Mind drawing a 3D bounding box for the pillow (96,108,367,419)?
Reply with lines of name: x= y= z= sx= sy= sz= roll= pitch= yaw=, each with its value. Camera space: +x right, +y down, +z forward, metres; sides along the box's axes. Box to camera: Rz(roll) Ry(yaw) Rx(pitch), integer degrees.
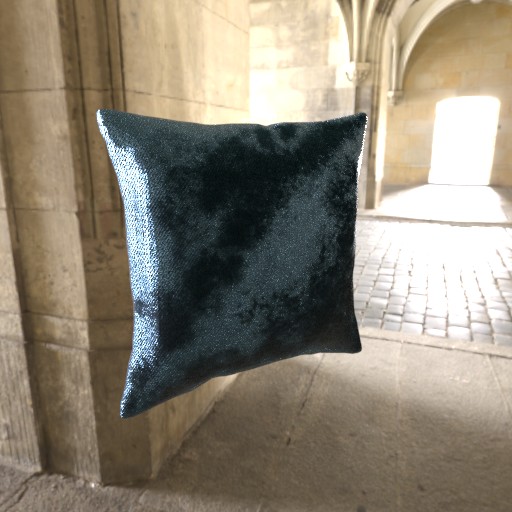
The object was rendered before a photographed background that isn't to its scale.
pillow: x=0.000 y=0.000 z=0.679 sx=0.436 sy=0.430 sz=0.138 roll=-7 pitch=16 yaw=-26
